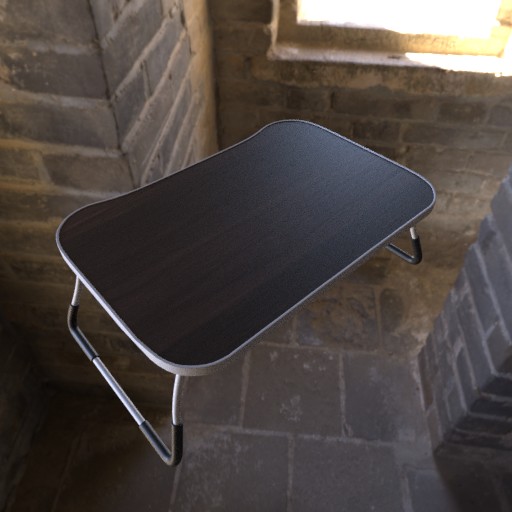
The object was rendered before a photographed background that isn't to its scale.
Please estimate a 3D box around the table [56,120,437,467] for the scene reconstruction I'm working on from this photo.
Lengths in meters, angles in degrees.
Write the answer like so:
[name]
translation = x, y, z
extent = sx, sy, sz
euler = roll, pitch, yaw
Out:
[table]
translation = 0.000, 0.000, 0.841
extent = 0.660, 0.232, 0.400
euler = -32, 53, -29
